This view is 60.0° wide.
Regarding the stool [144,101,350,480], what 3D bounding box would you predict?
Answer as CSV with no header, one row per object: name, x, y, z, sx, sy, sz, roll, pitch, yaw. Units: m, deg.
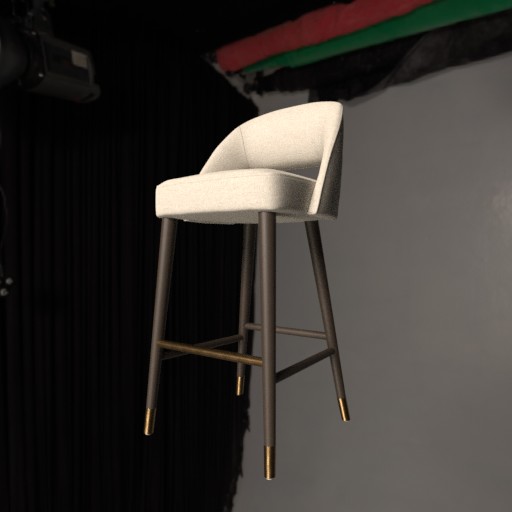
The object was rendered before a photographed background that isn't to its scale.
stool,0.000,0.000,1.358,0.494,1.037,0.509,1,1,36
